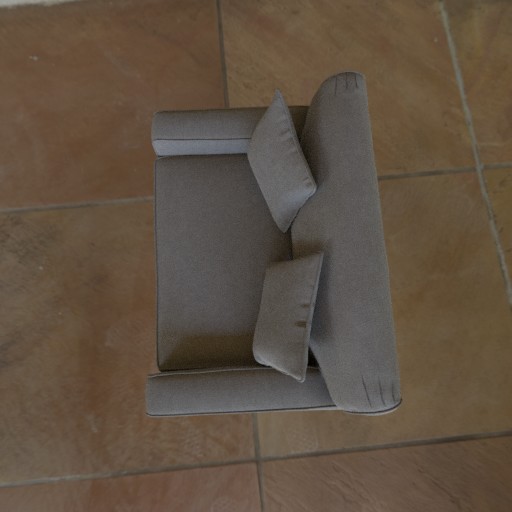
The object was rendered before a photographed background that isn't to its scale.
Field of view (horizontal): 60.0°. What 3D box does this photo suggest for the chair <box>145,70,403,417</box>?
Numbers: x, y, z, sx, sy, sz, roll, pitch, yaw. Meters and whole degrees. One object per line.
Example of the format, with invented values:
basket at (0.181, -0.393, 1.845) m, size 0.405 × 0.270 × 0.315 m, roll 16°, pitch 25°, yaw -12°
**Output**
chair at (0.000, 0.000, 2.083) m, size 0.992 × 0.953 × 1.395 m, roll -2°, pitch 75°, yaw -1°
